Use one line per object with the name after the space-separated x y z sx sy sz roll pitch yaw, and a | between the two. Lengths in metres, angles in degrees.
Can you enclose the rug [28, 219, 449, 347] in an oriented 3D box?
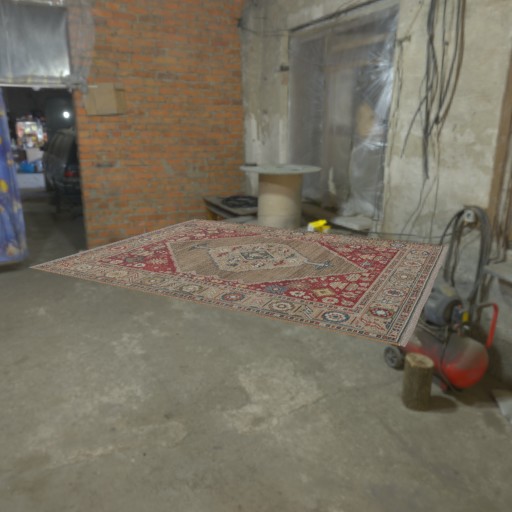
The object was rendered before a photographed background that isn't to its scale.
0.000 0.000 4.152 3.143 0.008 2.451 8 18 27 | rug
